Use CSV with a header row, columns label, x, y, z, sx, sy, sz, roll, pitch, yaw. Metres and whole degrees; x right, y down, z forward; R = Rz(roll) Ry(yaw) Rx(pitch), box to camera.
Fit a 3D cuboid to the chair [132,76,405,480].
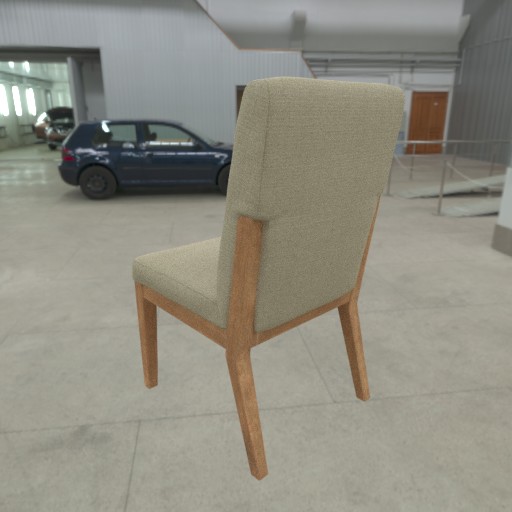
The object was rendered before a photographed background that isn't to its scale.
label,x,y,z,sx,sy,sz,roll,pitch,yaw
chair,0.000,0.000,1.266,0.507,0.911,0.586,-16,24,-41
